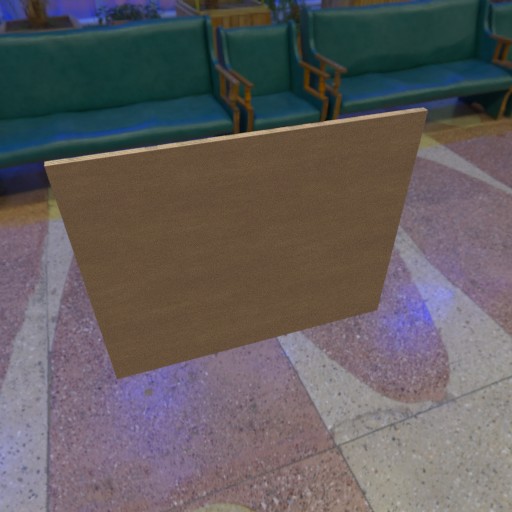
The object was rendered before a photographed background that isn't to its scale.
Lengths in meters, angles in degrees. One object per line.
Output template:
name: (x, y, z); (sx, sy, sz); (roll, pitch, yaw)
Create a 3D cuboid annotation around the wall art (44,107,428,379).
wall art: (0.000, 0.000, 0.697); (0.508, 0.408, 0.012); (-12, 41, -14)
